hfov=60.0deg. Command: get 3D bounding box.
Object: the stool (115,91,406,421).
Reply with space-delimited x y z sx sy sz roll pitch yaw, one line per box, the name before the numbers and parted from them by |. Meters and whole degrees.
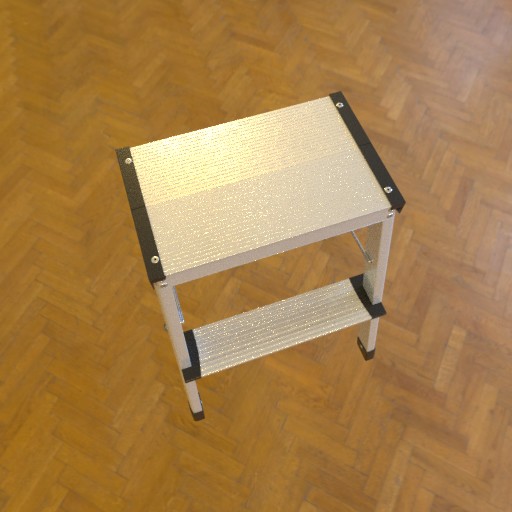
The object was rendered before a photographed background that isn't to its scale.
stool | 0.000 0.000 0.792 0.404 0.480 0.405 -17 65 -8
